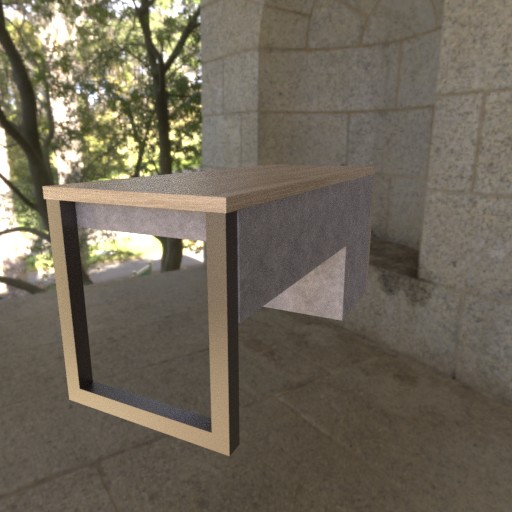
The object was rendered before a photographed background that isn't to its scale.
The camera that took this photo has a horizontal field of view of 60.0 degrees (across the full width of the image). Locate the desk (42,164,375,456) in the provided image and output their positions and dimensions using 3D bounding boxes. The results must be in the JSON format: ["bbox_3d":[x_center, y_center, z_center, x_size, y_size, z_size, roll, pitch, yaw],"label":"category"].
[{"bbox_3d":[0.000,0.000,2.073,0.690,0.760,1.700,7,16,26],"label":"desk"}]
